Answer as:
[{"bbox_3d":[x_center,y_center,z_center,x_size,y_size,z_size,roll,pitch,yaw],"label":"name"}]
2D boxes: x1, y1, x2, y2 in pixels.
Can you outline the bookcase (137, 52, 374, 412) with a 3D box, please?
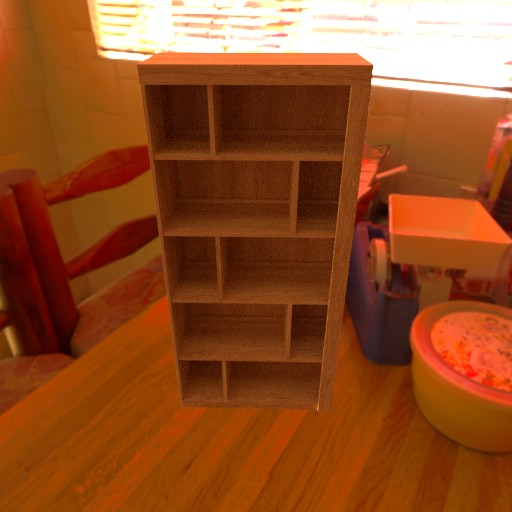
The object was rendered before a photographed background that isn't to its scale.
[{"bbox_3d":[0.000,0.000,2.460,0.950,2.020,0.420,1,31,1],"label":"bookcase"}]
